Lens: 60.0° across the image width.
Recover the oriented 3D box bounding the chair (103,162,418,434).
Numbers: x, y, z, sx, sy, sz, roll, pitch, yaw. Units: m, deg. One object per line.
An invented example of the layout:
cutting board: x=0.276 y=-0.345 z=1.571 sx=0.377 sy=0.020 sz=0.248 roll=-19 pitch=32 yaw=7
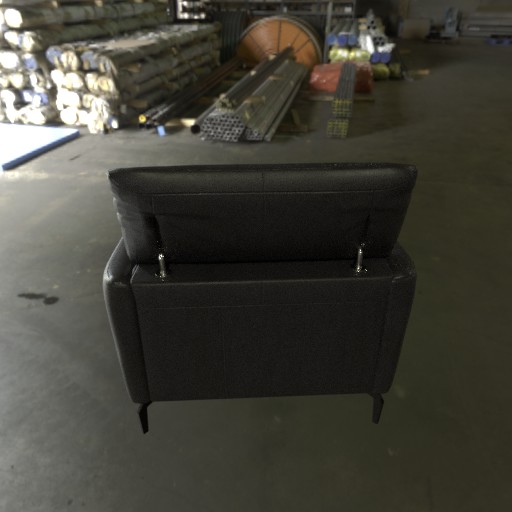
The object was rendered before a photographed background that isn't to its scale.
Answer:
chair: x=0.000 y=0.000 z=1.663 sx=0.976 sy=0.949 sz=0.809 roll=-1 pitch=31 yaw=-2
